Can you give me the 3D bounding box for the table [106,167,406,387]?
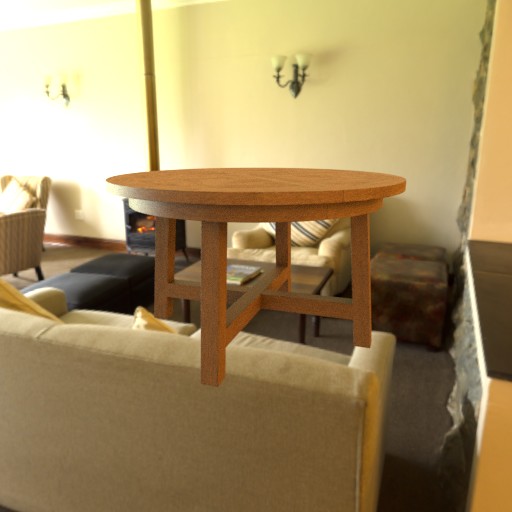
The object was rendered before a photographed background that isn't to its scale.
[{"bbox_3d":[0.000,0.000,2.142,1.319,0.762,1.319,0,15,0],"label":"table"}]
